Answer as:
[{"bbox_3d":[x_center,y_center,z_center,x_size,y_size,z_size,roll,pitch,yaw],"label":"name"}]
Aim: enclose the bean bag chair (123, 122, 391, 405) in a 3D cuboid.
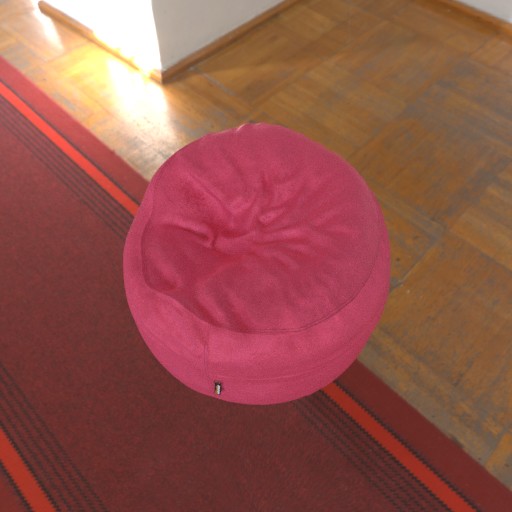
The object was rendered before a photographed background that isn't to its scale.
[{"bbox_3d":[0.000,0.000,2.049,1.218,0.788,1.218,0,58,0],"label":"bean bag chair"}]
